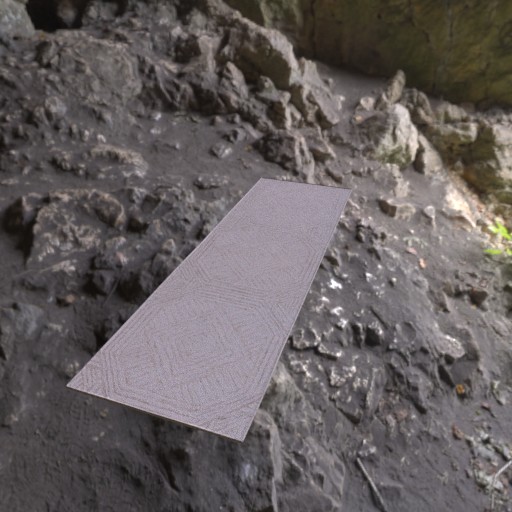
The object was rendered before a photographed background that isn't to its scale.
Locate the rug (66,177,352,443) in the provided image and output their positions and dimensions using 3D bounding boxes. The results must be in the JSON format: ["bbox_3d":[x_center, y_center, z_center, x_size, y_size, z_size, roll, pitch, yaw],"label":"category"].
[{"bbox_3d":[0.000,0.000,2.672,0.775,0.012,2.452,10,33,17],"label":"rug"}]
